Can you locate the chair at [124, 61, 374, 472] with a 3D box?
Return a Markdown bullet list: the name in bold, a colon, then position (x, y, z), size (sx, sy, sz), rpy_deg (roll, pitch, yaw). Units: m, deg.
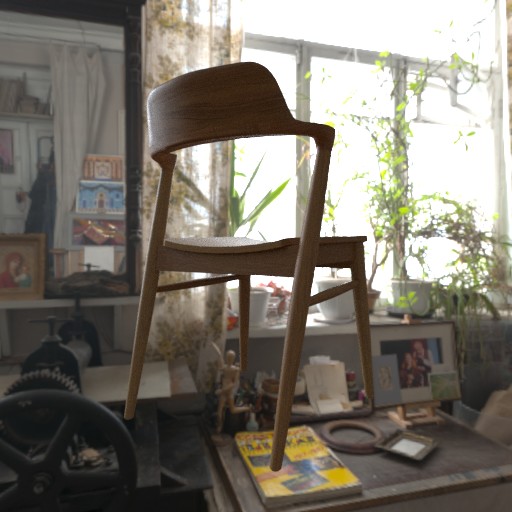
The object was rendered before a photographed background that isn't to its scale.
- **chair**: position (0.000, 0.000, 1.147), size (0.512, 0.792, 0.499), rpy_deg (1, 2, 35)
